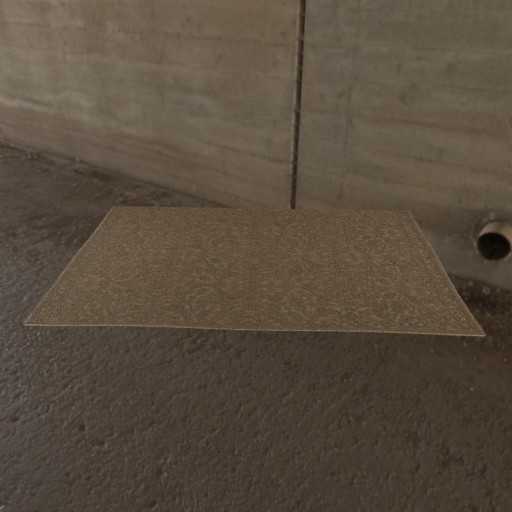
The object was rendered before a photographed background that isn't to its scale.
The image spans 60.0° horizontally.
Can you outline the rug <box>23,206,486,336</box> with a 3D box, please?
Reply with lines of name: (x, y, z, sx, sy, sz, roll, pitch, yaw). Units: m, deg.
rug: (0.000, 0.000, 2.974, 2.435, 0.012, 1.529, 1, 31, 2)
